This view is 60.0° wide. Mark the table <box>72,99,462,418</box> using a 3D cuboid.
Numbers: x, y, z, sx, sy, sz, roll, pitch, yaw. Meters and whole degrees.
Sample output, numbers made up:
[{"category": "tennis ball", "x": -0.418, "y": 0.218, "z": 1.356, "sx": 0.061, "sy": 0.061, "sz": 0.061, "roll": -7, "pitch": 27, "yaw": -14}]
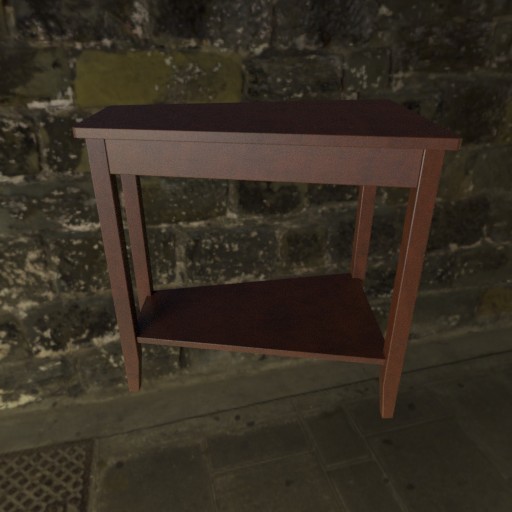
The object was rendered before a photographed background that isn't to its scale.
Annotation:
[{"category": "table", "x": 0.000, "y": 0.000, "z": 0.956, "sx": 0.605, "sy": 0.589, "sz": 0.399, "roll": 0, "pitch": 27, "yaw": -1}]
